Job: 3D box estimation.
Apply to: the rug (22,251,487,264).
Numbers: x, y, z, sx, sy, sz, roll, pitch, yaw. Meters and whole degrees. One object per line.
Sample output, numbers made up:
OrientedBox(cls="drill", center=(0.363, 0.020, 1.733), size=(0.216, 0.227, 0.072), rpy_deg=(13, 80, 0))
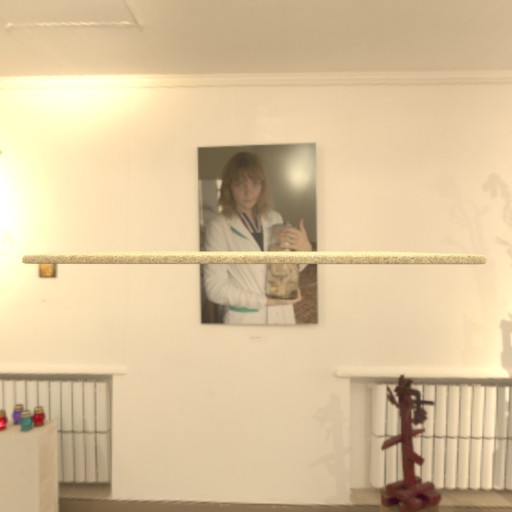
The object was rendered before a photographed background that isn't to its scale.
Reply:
OrientedBox(cls="rug", center=(0.000, 0.000, 3.336), size=(2.528, 0.048, 2.009), rpy_deg=(0, 1, 2))
